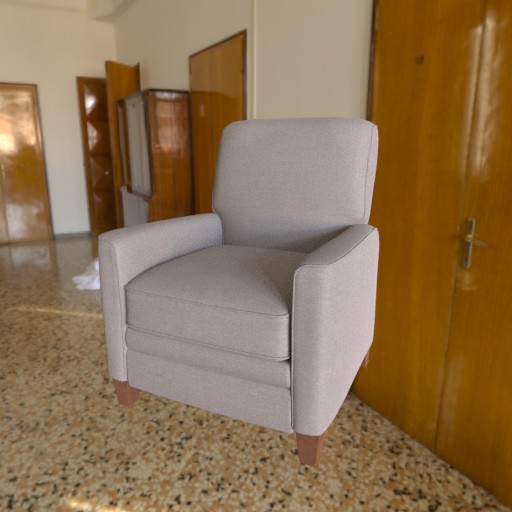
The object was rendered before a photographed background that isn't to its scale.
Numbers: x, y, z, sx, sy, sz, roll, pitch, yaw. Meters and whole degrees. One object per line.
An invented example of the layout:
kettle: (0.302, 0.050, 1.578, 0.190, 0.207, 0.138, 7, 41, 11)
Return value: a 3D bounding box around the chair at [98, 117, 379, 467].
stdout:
chair: (0.000, 0.000, 1.661, 0.845, 1.023, 0.859, 7, 16, 25)
